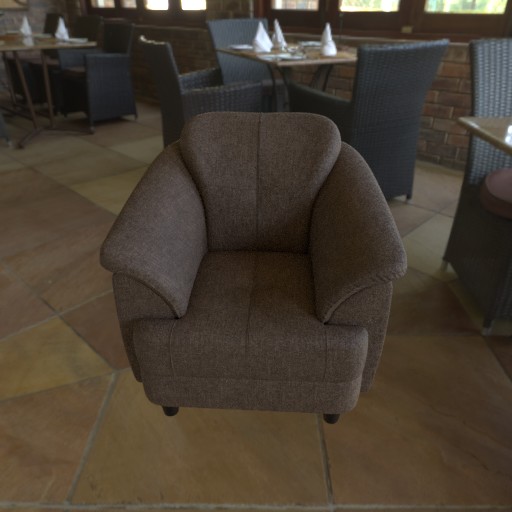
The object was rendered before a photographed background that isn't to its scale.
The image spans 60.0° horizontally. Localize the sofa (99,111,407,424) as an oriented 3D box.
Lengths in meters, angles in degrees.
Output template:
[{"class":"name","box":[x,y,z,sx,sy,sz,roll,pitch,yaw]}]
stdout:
[{"class":"sofa","box":[0.000,0.000,1.518,0.870,0.811,0.794,2,30,3]}]
